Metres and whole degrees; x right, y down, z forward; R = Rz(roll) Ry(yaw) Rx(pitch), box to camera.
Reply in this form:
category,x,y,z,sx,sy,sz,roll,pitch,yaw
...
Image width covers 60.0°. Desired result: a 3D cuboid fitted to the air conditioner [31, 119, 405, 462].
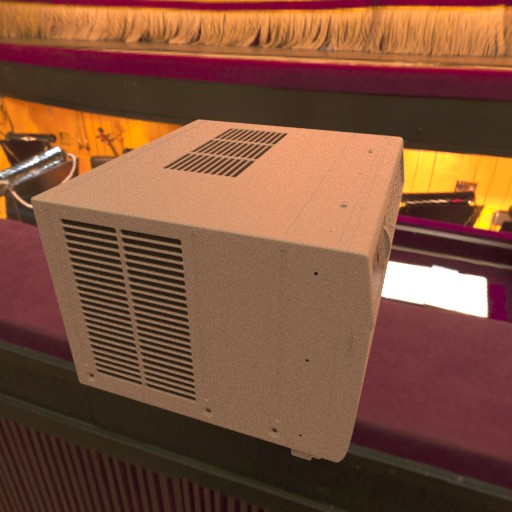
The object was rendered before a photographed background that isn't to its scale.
category,x,y,z,sx,sy,sz,roll,pitch,yaw
air conditioner,0.000,0.000,1.046,0.599,0.455,0.645,10,31,17
